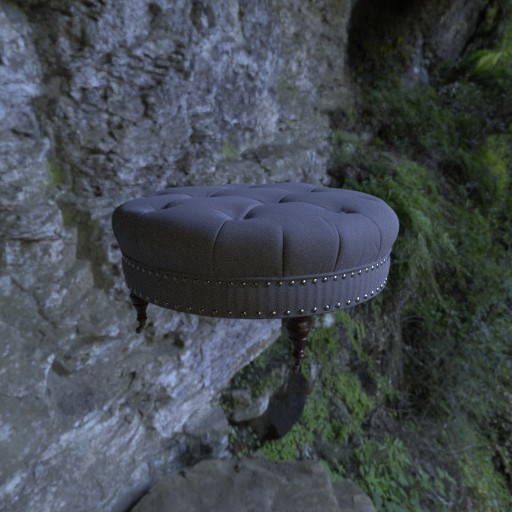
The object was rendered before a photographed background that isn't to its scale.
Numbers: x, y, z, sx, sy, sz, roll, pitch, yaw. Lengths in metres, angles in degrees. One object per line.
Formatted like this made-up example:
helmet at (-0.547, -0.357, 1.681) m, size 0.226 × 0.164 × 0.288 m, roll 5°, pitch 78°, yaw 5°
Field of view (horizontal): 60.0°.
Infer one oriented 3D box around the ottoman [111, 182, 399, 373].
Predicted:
ottoman at (0.000, 0.000, 1.471) m, size 0.901 × 0.439 × 0.901 m, roll 0°, pitch 15°, yaw 0°
